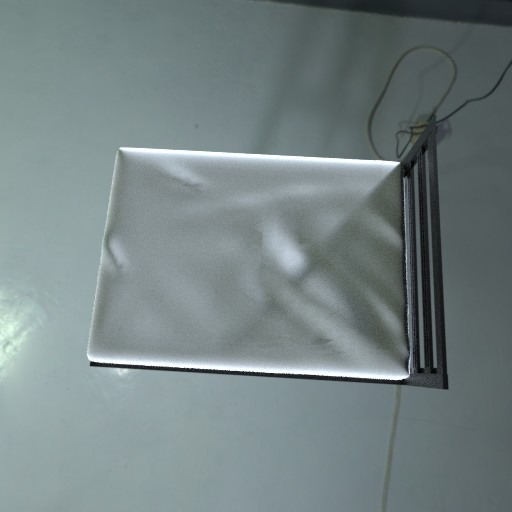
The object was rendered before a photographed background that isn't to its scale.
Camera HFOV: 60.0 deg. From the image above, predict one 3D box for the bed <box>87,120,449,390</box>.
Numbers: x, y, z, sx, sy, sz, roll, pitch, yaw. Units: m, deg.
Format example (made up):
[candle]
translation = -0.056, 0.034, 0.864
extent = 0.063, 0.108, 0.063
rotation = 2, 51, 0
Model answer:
[bed]
translation = 0.000, 0.000, 2.905
extent = 2.062, 0.967, 1.524
rotation = 3, 76, 1
